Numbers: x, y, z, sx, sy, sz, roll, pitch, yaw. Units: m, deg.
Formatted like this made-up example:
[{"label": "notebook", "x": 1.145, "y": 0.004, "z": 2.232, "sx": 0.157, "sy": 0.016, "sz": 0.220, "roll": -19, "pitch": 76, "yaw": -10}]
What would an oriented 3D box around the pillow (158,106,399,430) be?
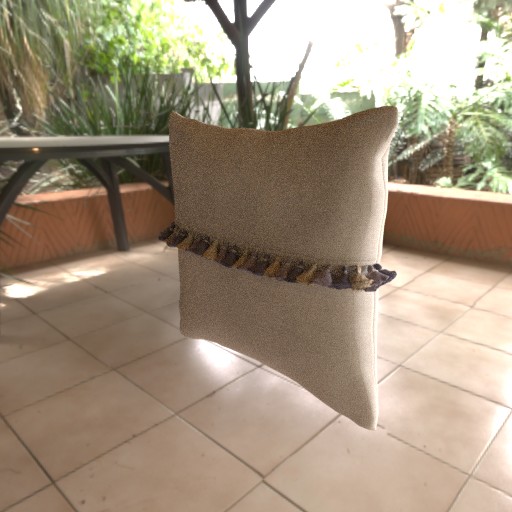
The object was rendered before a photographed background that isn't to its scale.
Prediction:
[{"label": "pillow", "x": 0.000, "y": 0.000, "z": 0.761, "sx": 0.489, "sy": 0.481, "sz": 0.165, "roll": 15, "pitch": 22, "yaw": 40}]
